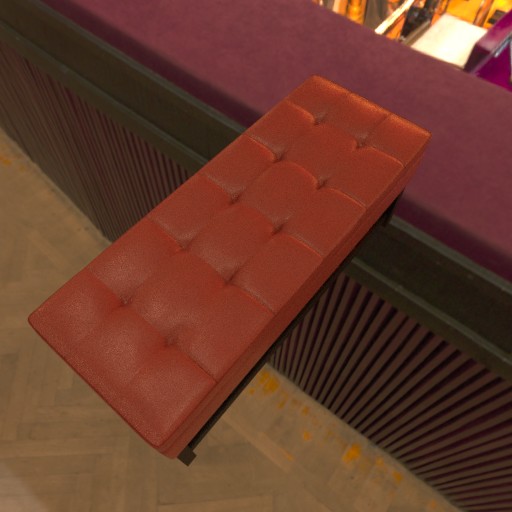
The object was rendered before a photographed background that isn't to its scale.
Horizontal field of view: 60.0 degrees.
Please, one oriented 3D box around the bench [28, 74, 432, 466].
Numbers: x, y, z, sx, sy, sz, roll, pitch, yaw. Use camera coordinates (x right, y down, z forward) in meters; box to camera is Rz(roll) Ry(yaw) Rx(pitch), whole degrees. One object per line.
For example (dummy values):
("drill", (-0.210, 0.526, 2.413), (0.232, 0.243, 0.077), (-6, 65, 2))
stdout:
("bench", (0.000, 0.000, 1.306), (0.432, 0.460, 1.105), (36, 65, 19))
